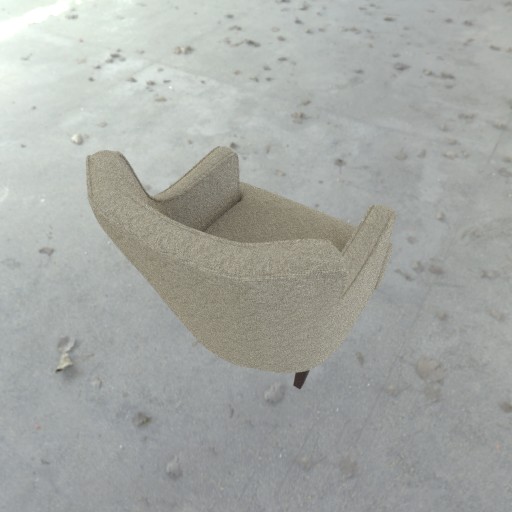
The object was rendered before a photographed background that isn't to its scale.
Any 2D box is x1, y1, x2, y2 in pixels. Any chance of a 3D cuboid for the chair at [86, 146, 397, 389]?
[{"bbox_3d":[0.000,0.000,1.661,0.820,0.920,0.910,25,51,22],"label":"chair"}]
